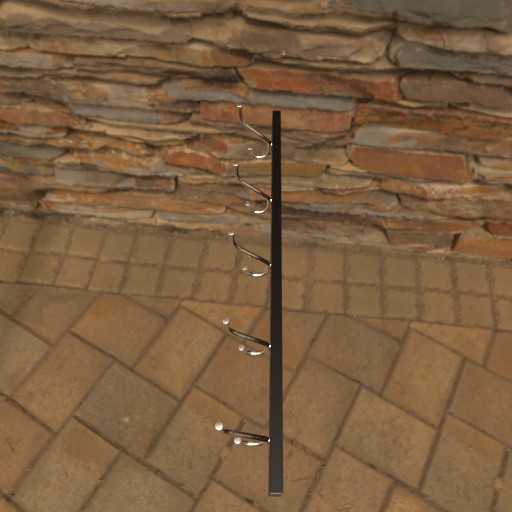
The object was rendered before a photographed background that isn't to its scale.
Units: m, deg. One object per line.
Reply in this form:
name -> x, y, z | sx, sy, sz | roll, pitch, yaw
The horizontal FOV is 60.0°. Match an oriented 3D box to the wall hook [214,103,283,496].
wall hook -> 0.000, 0.000, 0.605 | 0.071, 0.117, 0.571 | 1, 59, 1
